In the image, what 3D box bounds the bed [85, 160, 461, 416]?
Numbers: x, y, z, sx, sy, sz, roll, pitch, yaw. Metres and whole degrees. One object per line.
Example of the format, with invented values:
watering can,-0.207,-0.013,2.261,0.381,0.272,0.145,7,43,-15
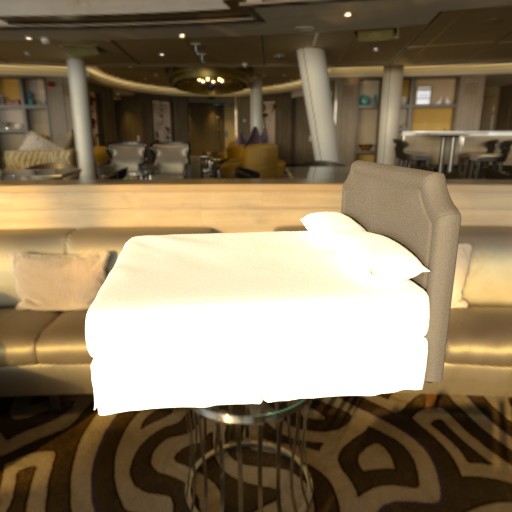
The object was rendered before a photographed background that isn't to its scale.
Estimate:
bed,0.000,0.000,3.932,2.536,1.561,2.194,-2,16,-8
